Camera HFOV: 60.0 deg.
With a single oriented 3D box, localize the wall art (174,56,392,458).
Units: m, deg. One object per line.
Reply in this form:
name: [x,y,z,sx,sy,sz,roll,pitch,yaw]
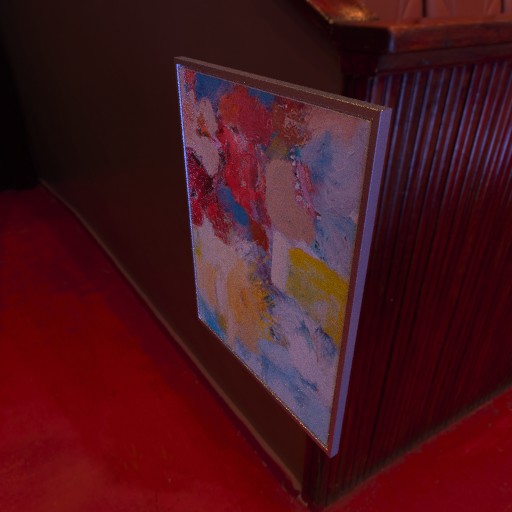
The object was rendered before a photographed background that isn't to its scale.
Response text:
wall art: [0.000,0.000,1.373,0.030,1.046,0.816,-21,38,-30]
